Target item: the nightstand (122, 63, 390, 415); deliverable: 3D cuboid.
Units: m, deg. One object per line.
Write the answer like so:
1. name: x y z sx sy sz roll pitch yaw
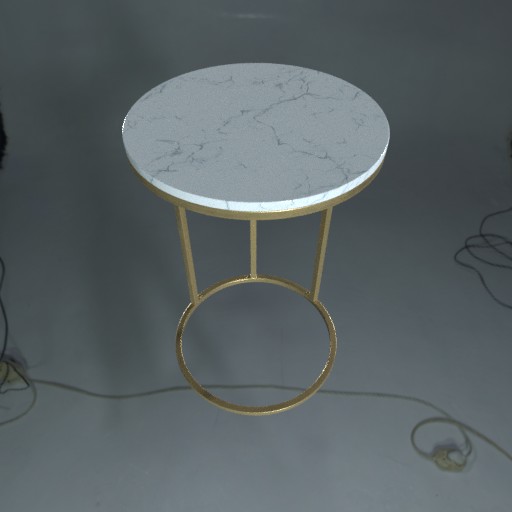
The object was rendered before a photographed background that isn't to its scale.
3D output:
1. nightstand: 0.000 0.000 0.898 0.400 0.610 0.400 -1 47 -1
